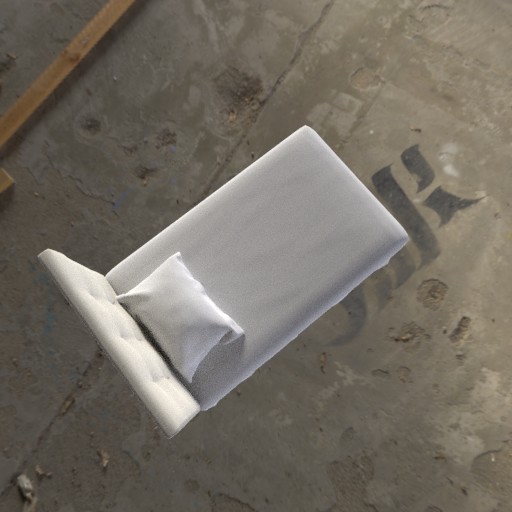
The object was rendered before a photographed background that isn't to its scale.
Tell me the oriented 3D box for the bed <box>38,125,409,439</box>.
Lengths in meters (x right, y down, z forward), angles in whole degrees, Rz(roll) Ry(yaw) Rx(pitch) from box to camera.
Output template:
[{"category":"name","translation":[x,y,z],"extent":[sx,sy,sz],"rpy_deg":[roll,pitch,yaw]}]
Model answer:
[{"category":"bed","translation":[0.000,0.000,3.050],"extent":[1.997,1.571,1.261],"rpy_deg":[-38,80,-8]}]
